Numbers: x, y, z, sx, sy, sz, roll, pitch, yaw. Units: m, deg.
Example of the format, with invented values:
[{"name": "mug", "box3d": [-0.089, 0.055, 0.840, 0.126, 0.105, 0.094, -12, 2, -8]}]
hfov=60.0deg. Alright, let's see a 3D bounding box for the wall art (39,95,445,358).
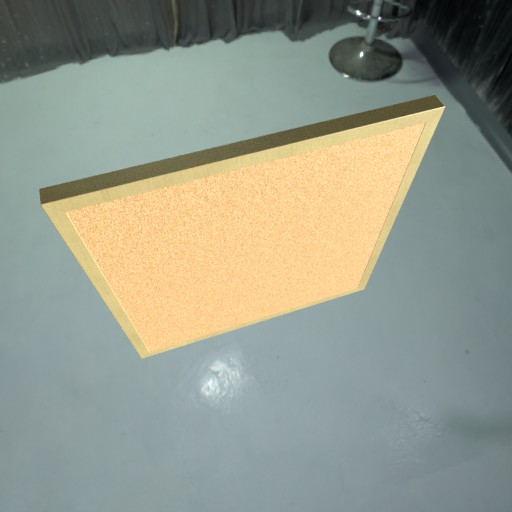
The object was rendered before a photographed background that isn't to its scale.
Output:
[{"name": "wall art", "box3d": [0.000, 0.000, 1.127, 0.763, 0.763, 0.037, -16, 59, -10]}]
